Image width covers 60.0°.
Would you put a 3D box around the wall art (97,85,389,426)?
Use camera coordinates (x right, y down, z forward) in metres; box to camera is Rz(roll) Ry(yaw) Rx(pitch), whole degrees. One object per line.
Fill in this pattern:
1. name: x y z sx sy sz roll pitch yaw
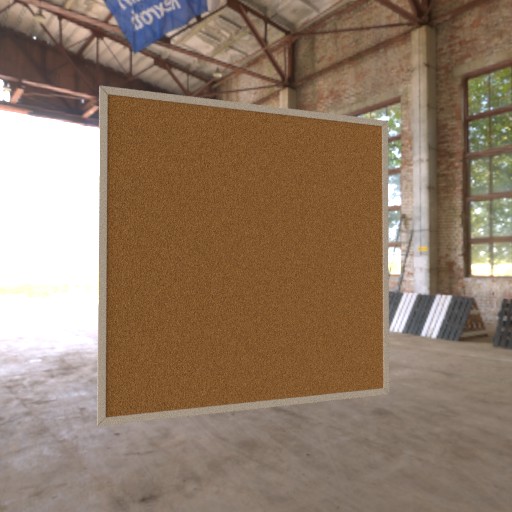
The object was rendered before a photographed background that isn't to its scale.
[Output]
1. wall art: 0.000 0.000 0.758 0.508 0.508 0.037 0 -1 -19
